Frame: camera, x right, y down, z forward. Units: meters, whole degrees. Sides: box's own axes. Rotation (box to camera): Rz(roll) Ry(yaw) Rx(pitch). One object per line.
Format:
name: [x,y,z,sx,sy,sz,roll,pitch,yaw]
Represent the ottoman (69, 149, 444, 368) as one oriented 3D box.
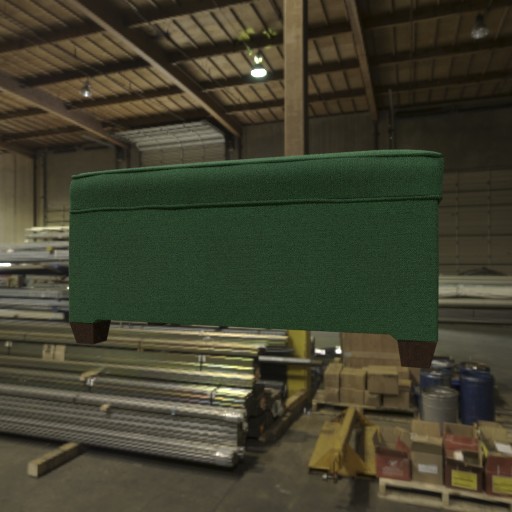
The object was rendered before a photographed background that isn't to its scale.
ottoman: [0.000,0.000,1.247,0.957,0.471,0.483,0,0,18]
